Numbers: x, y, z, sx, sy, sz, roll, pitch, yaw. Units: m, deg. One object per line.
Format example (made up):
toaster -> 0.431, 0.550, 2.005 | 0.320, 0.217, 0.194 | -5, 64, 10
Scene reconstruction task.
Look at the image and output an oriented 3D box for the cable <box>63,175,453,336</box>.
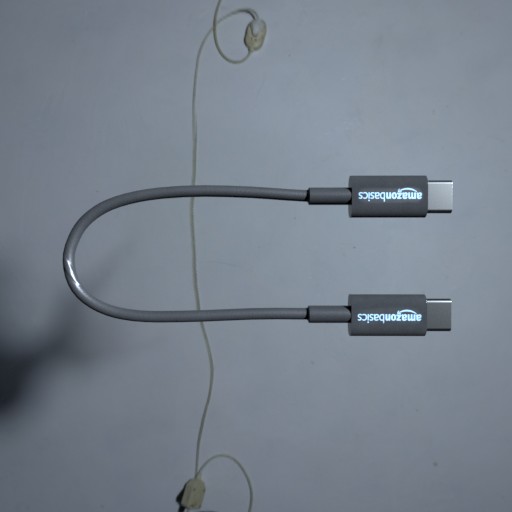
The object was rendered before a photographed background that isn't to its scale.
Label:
cable -> 0.000, 0.000, 0.113 | 0.098, 0.005, 0.041 | 0, 91, 0
